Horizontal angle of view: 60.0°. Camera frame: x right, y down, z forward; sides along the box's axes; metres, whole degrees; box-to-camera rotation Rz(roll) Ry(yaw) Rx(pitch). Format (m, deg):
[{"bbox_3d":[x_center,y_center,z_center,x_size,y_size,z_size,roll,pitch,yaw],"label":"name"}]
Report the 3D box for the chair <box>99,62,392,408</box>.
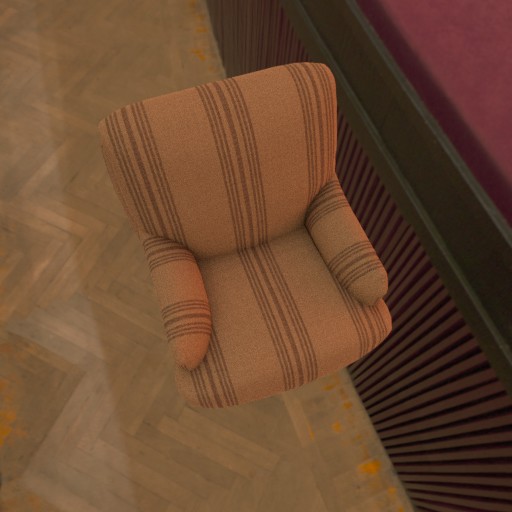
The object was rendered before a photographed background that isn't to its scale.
[{"bbox_3d":[0.000,0.000,1.601,0.813,0.940,0.914,-18,66,-8],"label":"chair"}]
